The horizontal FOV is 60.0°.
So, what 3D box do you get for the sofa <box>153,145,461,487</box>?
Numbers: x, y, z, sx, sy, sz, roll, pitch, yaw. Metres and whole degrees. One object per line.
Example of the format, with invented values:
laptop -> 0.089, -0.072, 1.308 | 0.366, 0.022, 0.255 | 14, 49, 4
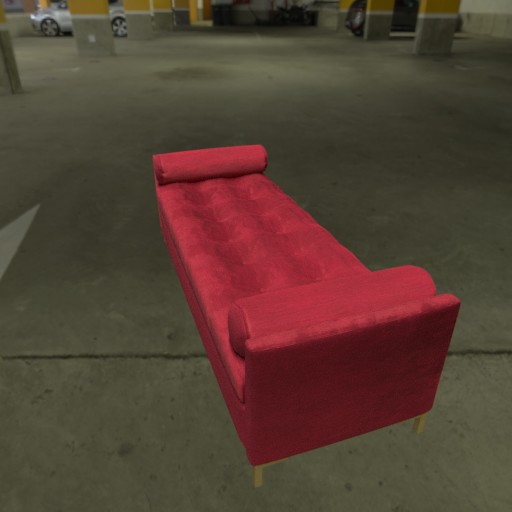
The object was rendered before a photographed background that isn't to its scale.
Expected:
sofa -> 0.000, 0.000, 2.397 | 0.796, 0.705, 2.102 | -10, 31, -17
